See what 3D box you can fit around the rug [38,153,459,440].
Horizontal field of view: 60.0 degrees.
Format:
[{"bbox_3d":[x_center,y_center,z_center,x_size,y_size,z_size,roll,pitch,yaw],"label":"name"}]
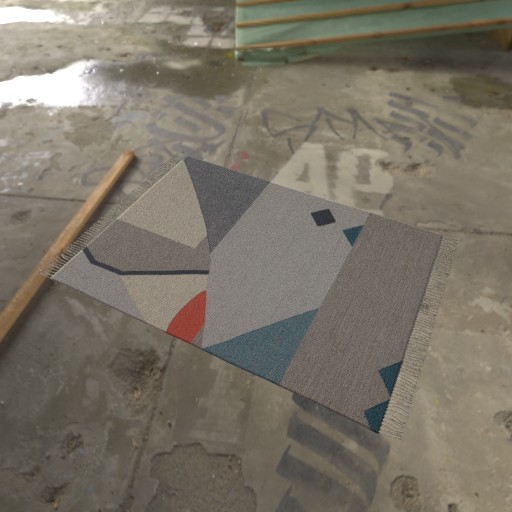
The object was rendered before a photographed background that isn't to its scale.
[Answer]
[{"bbox_3d":[0.000,0.000,2.293,1.828,0.005,1.220,20,49,19],"label":"rug"}]
